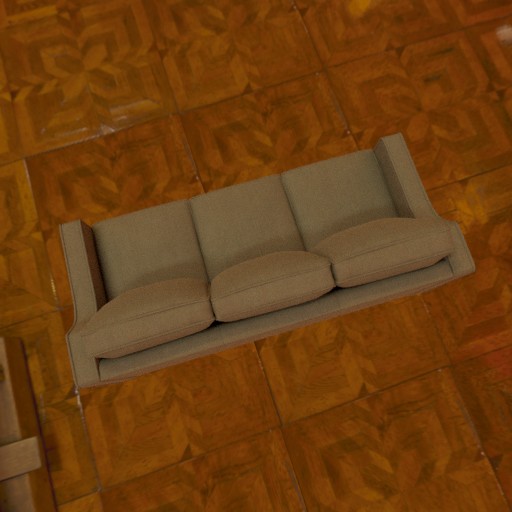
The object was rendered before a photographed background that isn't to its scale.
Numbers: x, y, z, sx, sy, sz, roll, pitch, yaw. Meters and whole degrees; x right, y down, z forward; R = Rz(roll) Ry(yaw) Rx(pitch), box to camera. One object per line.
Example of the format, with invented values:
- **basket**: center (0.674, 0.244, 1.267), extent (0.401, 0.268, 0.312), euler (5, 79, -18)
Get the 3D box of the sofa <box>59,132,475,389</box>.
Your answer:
- **sofa**: center (0.000, 0.000, 2.529), extent (1.986, 0.974, 0.911), euler (-16, 77, -4)
